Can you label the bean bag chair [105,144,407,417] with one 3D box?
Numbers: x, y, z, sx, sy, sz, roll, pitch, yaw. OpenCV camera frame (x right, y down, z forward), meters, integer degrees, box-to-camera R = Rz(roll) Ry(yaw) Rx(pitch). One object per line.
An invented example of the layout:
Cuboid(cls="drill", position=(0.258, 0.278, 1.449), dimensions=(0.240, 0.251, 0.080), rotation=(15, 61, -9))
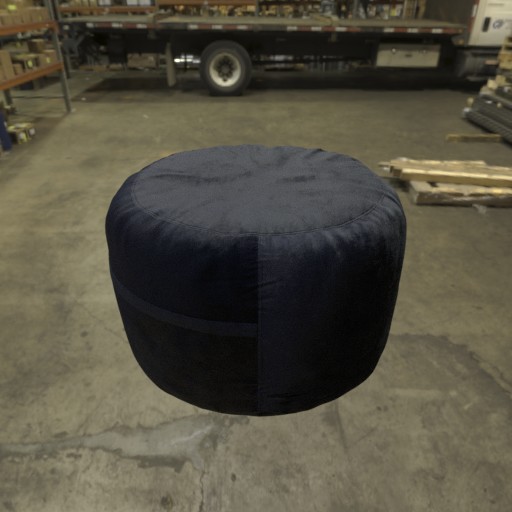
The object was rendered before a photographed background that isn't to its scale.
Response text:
Cuboid(cls="bean bag chair", position=(0.000, 0.000, 1.944), dimensions=(1.219, 0.762, 1.219), rotation=(0, 31, 0))
